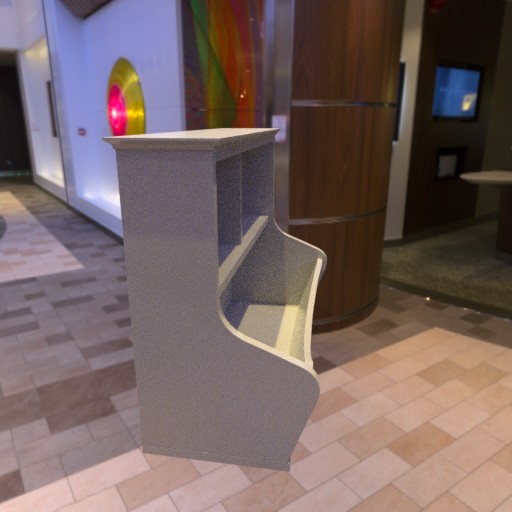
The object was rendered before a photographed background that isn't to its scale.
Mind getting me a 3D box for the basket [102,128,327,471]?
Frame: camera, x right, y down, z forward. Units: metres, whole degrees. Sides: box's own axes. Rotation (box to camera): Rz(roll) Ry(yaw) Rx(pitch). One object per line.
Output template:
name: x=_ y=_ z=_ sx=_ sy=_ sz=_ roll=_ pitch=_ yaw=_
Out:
basket: x=0.000 y=0.000 z=1.110 sx=0.350 sy=0.600 sz=0.780 roll=3 pitch=17 yaw=9
